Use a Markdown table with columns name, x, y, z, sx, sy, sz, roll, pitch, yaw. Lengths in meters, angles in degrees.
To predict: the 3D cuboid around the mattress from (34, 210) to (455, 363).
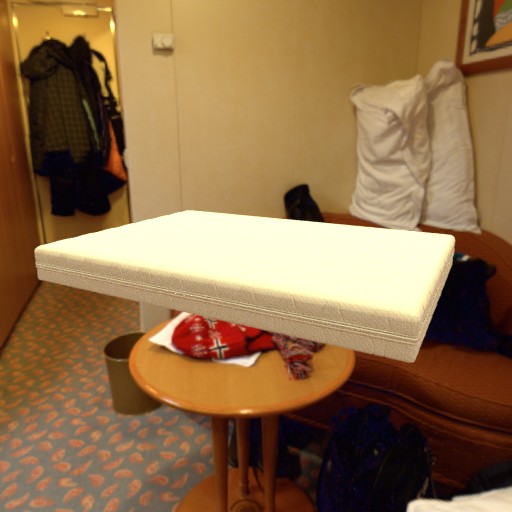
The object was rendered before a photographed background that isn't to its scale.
| name | x | y | z | sx | sy | sz | roll | pitch | yaw |
| --- | --- | --- | --- | --- | --- | --- | --- | --- | --- |
| mattress | 0.000 | 0.000 | 2.561 | 2.000 | 0.200 | 1.400 | 8 | 17 | 27 |
